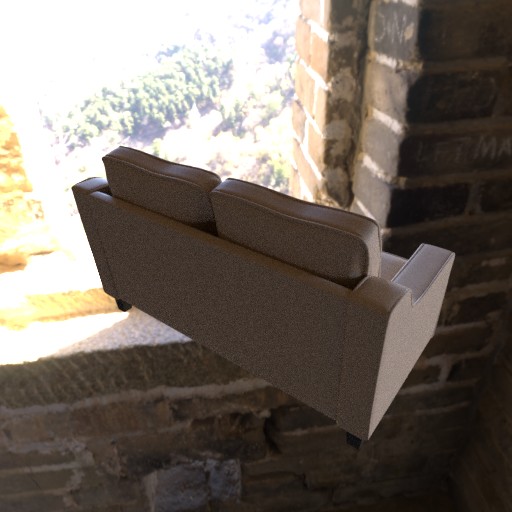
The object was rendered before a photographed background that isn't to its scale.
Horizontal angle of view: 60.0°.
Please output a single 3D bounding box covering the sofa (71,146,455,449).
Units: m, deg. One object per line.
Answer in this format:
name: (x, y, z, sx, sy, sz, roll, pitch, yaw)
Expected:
sofa: (0.000, 0.000, 3.448, 2.587, 1.562, 1.351, 21, 38, 31)
